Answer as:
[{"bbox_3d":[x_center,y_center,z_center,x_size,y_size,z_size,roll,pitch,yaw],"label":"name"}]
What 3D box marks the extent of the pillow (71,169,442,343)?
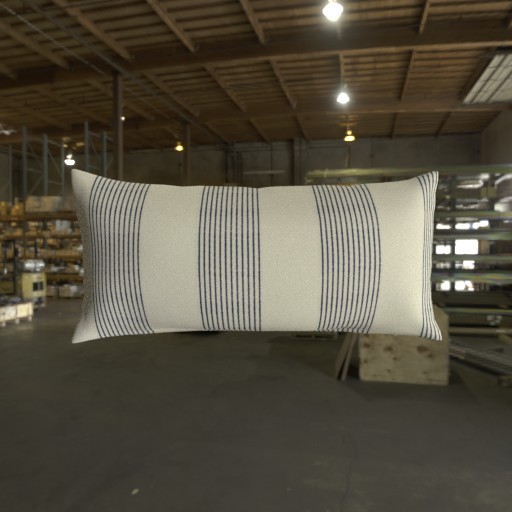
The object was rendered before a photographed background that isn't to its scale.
[{"bbox_3d":[0.000,0.000,0.728,0.610,0.287,0.151,0,1,0],"label":"pillow"}]
